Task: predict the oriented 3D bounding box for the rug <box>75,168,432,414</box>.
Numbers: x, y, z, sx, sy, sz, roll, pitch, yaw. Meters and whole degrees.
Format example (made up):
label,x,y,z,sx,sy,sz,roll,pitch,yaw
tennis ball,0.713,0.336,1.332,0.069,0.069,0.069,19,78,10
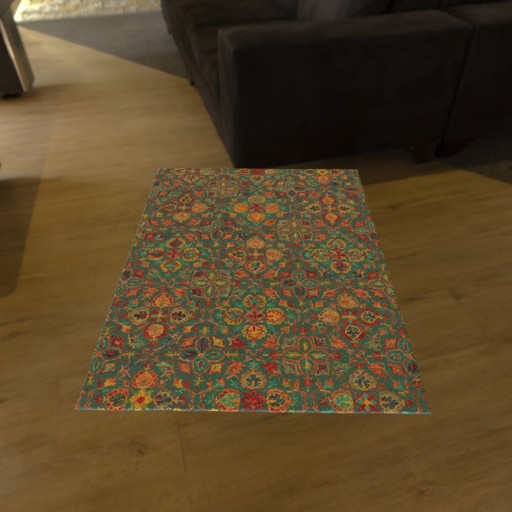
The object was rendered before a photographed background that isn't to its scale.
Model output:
label,x,y,z,sx,sy,sz,roll,pitch,yaw
rug,0.000,0.000,4.215,2.434,0.025,3.204,1,41,1
